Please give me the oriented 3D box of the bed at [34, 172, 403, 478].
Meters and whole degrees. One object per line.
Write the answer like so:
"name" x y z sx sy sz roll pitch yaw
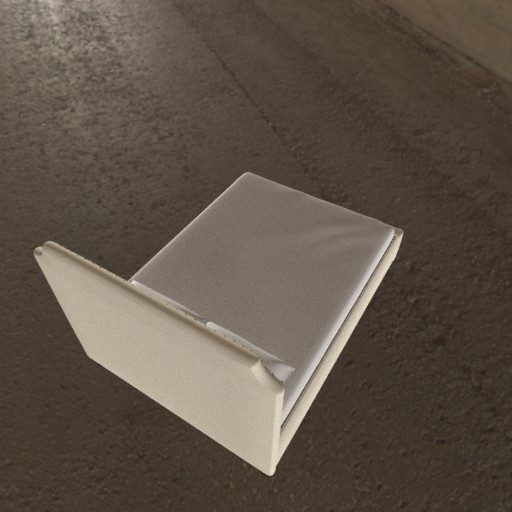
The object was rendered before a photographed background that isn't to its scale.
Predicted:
"bed" 0.000 0.000 3.429 1.712 1.443 2.372 25 51 21
